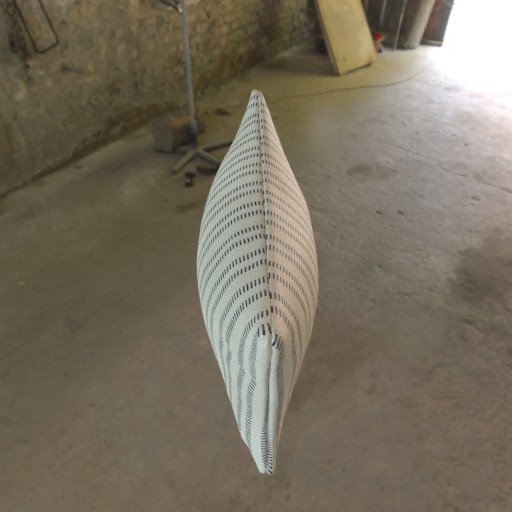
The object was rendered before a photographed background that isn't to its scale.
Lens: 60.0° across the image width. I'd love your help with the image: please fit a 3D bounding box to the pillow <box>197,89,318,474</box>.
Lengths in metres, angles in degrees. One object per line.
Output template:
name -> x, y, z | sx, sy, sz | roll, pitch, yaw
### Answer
pillow -> 0.000, 0.000, 0.806 | 0.210, 0.353, 0.640 | -1, 44, -1
